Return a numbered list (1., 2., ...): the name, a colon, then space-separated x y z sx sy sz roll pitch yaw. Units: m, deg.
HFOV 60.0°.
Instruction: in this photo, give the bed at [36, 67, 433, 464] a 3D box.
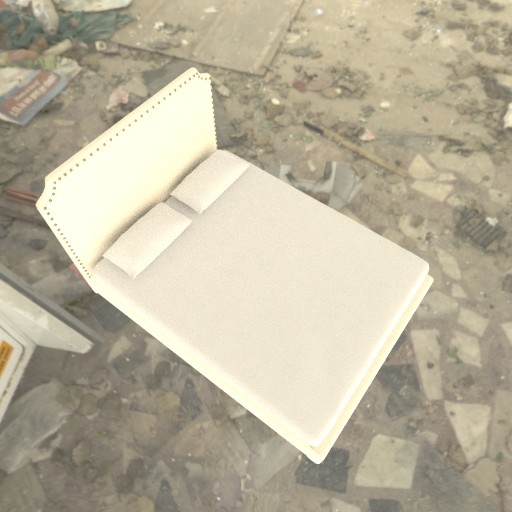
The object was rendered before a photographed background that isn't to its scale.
1. bed: 0.000 0.000 3.376 2.372 1.497 1.712 32 63 19
